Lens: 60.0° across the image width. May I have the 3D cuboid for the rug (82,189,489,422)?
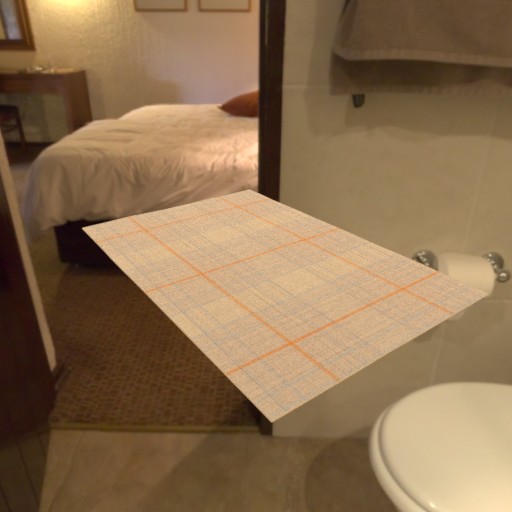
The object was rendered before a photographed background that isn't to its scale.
[{"bbox_3d":[0.000,0.000,2.301,1.232,0.015,1.825,-18,32,-32],"label":"rug"}]
